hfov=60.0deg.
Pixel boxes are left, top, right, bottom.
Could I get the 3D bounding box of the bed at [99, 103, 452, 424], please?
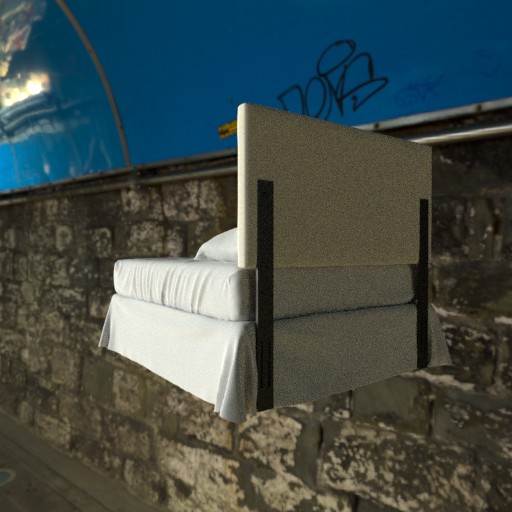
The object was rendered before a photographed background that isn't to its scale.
[{"bbox_3d":[0.000,0.000,3.513,1.936,1.577,2.222,0,1,-36],"label":"bed"}]
